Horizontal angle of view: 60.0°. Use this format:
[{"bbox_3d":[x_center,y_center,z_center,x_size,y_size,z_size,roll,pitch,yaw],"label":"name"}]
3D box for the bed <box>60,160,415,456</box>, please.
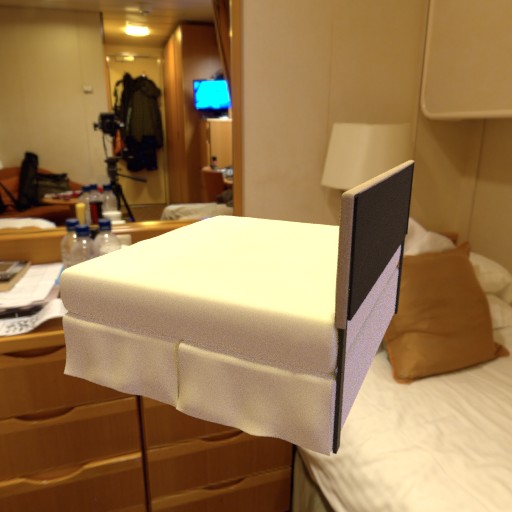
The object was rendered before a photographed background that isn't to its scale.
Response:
[{"bbox_3d":[0.000,0.000,3.347,1.914,1.346,2.170,8,18,25],"label":"bed"}]
